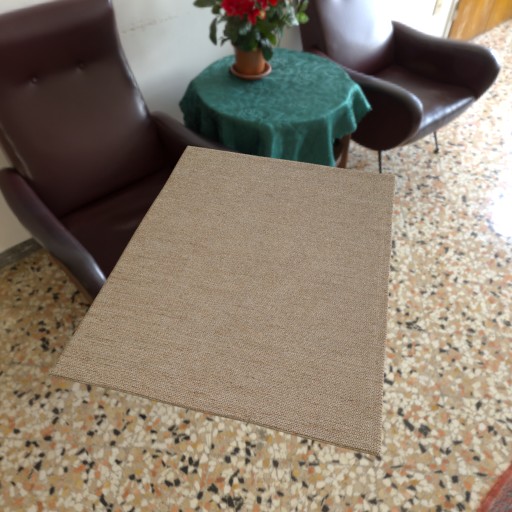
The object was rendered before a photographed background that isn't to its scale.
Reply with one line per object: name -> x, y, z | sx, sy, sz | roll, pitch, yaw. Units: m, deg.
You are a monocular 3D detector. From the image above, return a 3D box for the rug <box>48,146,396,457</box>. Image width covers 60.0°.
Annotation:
rug -> 0.000, 0.000, 4.053 | 2.406, 0.012, 3.034 | 10, 48, 9
